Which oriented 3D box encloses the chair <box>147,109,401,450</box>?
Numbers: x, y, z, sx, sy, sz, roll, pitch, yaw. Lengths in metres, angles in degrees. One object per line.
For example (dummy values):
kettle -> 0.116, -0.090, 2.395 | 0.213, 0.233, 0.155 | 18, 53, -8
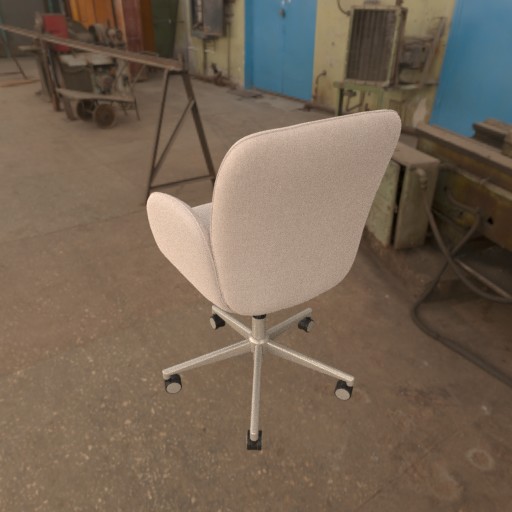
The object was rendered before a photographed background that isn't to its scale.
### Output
chair -> 0.000, 0.000, 1.379 | 0.648, 0.959, 0.633 | -18, 35, -28
